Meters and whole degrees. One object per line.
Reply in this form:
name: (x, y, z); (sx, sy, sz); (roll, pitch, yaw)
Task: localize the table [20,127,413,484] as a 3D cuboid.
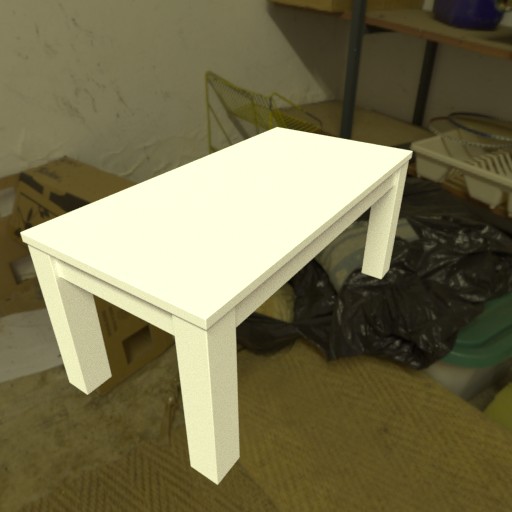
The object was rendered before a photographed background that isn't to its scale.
table: (0.000, 0.000, 2.274); (0.900, 0.790, 1.800); (19, 36, 29)
